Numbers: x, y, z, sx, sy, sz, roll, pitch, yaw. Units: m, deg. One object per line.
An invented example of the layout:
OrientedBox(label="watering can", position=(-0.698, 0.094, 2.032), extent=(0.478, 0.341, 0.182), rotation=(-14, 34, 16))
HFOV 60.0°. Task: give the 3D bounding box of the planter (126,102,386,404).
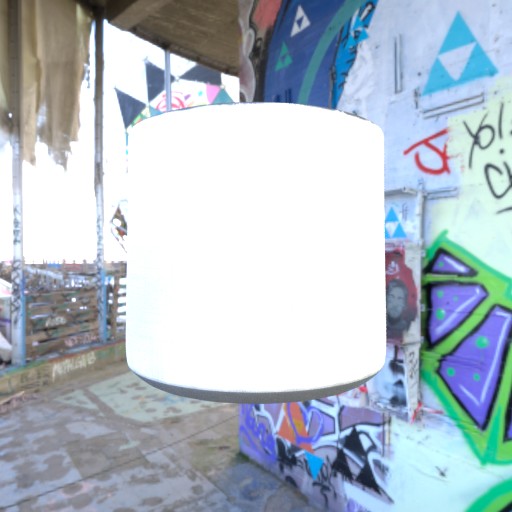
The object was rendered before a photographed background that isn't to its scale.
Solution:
OrientedBox(label="planter", position=(0.000, 0.000, 0.392), extent=(0.221, 0.201, 0.221), rotation=(0, 0, 0))
